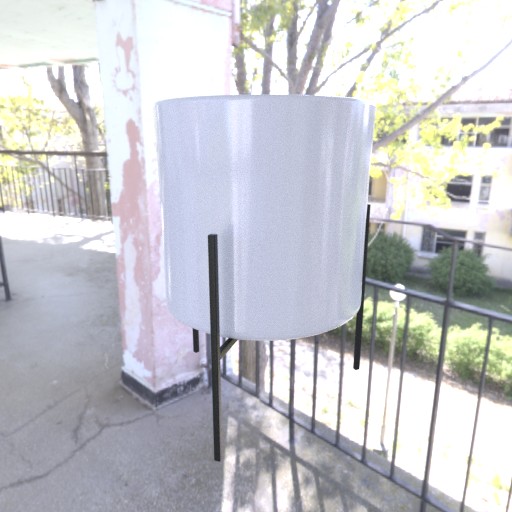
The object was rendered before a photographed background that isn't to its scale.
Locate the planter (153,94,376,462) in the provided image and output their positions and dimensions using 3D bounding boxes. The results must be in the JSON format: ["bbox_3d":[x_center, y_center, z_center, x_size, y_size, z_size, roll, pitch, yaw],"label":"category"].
[{"bbox_3d":[0.000,0.000,0.741,0.361,0.480,0.360,15,21,43],"label":"planter"}]
